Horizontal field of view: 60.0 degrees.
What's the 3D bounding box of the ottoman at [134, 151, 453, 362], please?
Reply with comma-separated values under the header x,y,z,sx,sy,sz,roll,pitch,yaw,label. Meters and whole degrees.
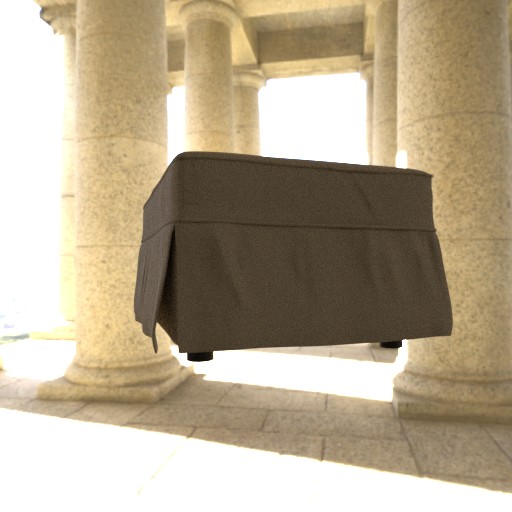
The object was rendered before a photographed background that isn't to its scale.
x,y,z,sx,sy,sz,roll,pitch,yaw,label
0.000,0.000,1.397,0.721,0.482,0.959,0,-1,-18,ottoman
